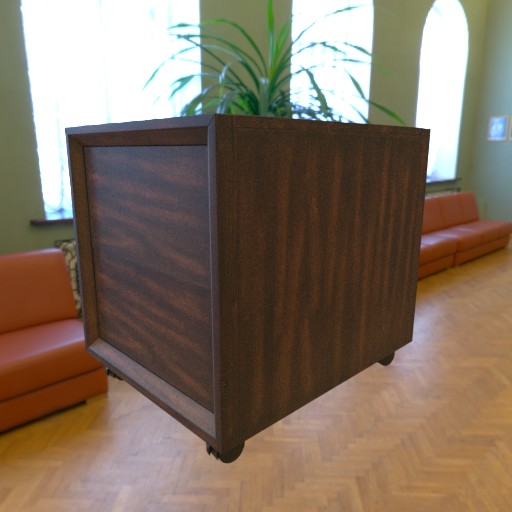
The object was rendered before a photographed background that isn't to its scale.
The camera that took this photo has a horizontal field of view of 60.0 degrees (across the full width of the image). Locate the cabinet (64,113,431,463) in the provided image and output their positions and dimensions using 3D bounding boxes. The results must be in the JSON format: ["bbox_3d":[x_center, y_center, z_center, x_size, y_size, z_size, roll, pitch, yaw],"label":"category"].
[{"bbox_3d":[0.000,0.000,0.818,0.500,0.455,0.402,-13,18,-42],"label":"cabinet"}]
